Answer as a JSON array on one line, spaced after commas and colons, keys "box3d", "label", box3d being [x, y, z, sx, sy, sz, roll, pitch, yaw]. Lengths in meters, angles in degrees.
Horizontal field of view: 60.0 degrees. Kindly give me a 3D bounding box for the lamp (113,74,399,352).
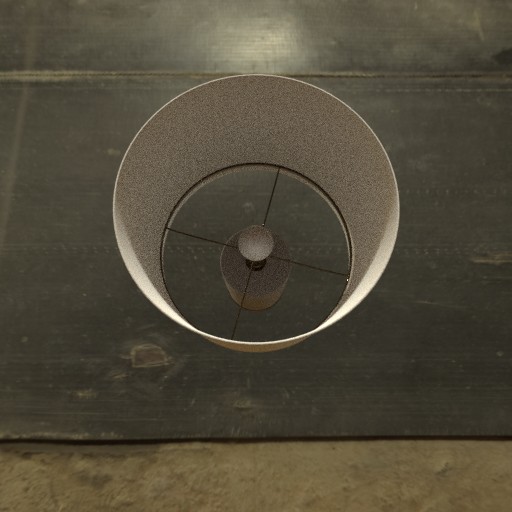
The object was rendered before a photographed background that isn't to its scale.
[{"box3d": [0.000, 0.000, 0.538, 0.229, 0.380, 0.229, 0, 76, 0], "label": "lamp"}]
